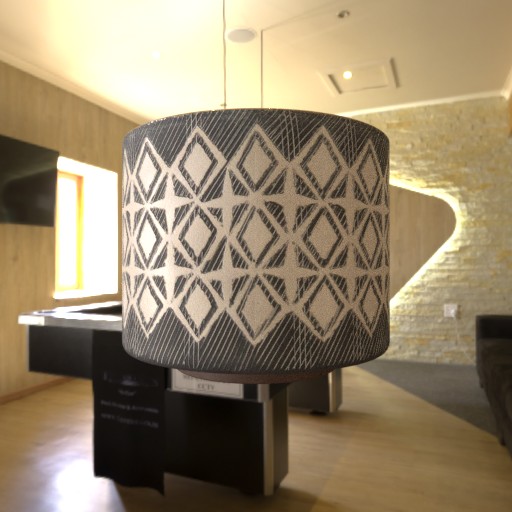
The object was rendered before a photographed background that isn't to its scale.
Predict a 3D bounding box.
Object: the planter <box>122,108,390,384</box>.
[{"bbox_3d":[0.000,0.000,0.219,0.126,0.104,0.126,0,0,0],"label":"planter"}]
